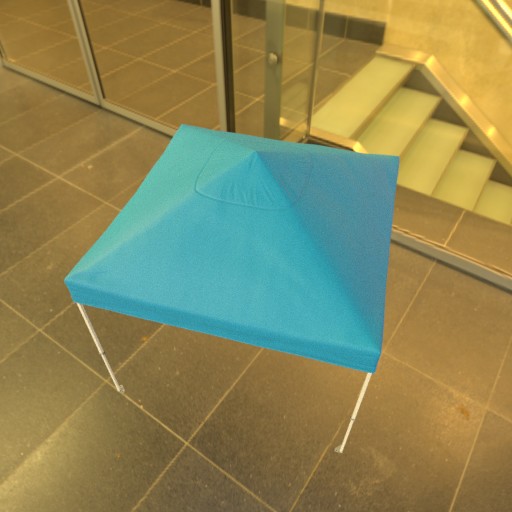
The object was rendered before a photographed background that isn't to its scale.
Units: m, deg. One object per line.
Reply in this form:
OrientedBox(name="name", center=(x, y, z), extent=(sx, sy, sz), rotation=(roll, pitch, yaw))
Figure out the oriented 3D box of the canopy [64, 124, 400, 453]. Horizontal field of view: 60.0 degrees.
OrientedBox(name="canopy", center=(0.000, 0.000, 5.459), extent=(2.998, 2.997, 2.996), rotation=(11, 47, 11))
